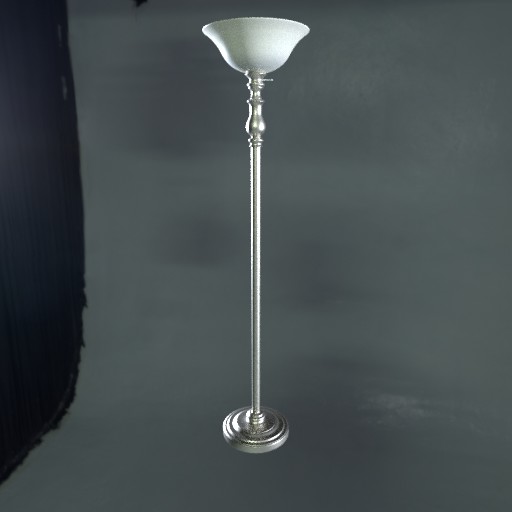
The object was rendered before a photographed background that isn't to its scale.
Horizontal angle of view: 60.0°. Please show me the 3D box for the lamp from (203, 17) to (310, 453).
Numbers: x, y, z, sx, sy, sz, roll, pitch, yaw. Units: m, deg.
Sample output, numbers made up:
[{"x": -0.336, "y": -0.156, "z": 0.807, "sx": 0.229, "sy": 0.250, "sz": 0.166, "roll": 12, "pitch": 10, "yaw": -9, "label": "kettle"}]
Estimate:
[{"x": 0.000, "y": 0.000, "z": 1.916, "sx": 0.405, "sy": 1.771, "sz": 0.405, "roll": 2, "pitch": 15, "yaw": 8, "label": "lamp"}]
